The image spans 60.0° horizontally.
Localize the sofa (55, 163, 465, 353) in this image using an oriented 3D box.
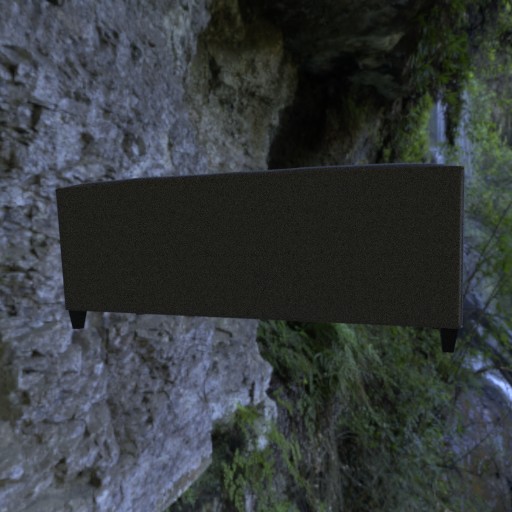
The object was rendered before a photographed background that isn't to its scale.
[{"bbox_3d":[0.000,0.000,2.725,2.235,0.901,0.914,0,0,18],"label":"sofa"}]
